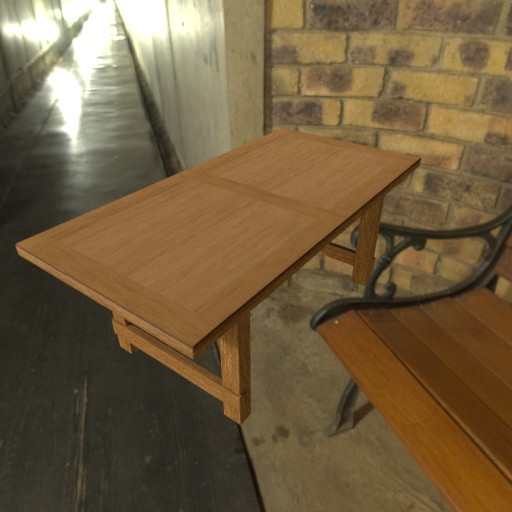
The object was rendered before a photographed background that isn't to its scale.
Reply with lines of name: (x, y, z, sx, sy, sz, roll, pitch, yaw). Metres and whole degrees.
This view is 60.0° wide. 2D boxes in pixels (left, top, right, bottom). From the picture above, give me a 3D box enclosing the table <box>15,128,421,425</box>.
table: (0.000, 0.000, 2.444, 1.000, 0.762, 1.982, 22, 39, 30)
